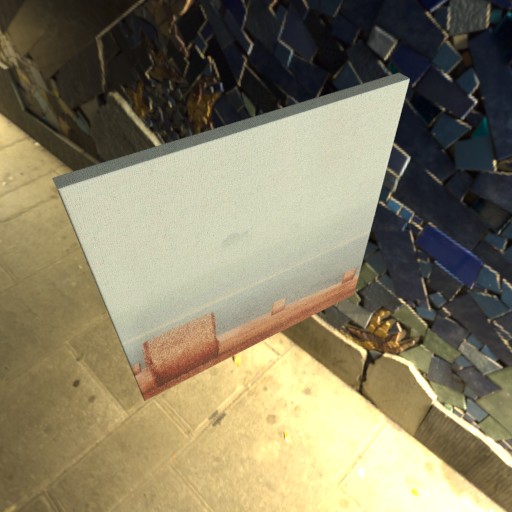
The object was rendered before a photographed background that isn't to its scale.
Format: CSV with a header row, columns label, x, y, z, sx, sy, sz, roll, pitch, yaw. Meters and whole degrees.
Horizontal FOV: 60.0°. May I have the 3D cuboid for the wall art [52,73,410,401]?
label,x,y,z,sx,sy,sz,roll,pitch,yaw
wall art,0.000,0.000,0.898,0.605,0.605,0.034,-23,51,-20
